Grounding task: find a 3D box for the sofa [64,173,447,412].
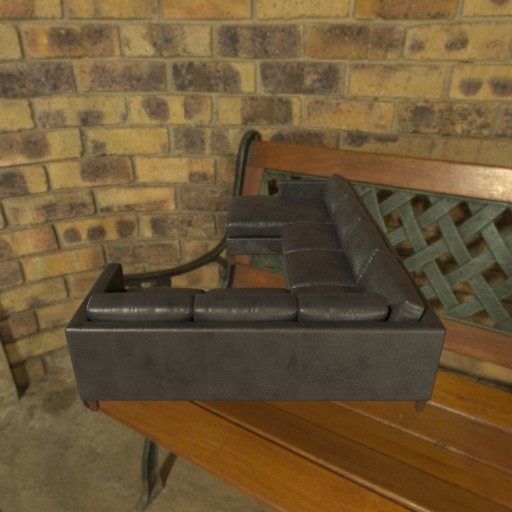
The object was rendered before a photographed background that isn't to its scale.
[{"bbox_3d":[0.000,0.000,4.433,2.452,0.891,3.324,0,26,0],"label":"sofa"}]
